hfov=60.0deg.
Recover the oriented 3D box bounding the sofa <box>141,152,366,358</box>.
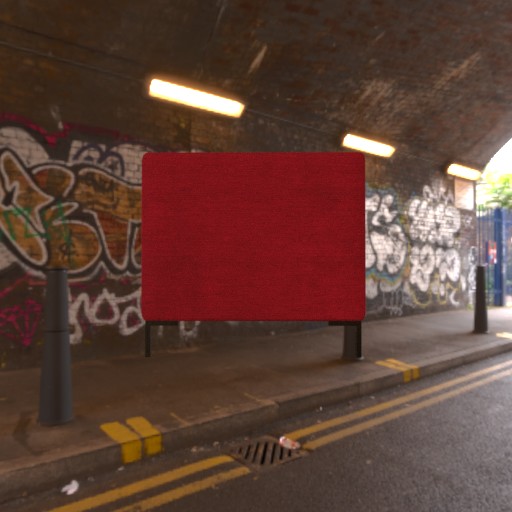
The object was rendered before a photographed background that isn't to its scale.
[{"bbox_3d":[0.000,0.000,2.319,0.686,0.635,1.981,0,-1,0],"label":"sofa"}]
